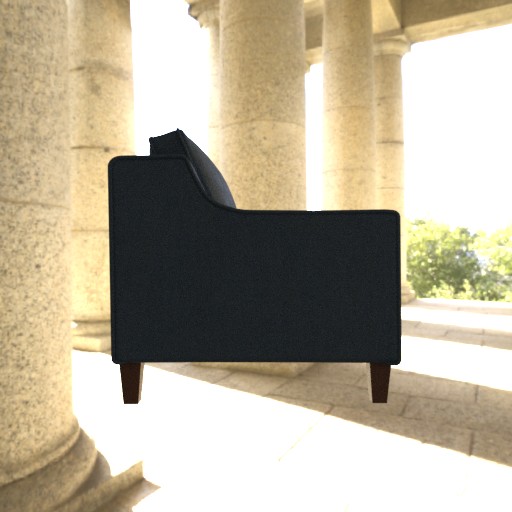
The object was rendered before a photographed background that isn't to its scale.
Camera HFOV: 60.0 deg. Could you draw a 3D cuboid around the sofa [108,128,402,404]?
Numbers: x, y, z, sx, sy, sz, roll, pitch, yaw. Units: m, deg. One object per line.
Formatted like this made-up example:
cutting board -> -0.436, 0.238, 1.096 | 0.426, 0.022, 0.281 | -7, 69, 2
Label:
sofa -> 0.000, 0.000, 2.203 | 0.987, 0.971, 1.501 | 0, 1, -1
